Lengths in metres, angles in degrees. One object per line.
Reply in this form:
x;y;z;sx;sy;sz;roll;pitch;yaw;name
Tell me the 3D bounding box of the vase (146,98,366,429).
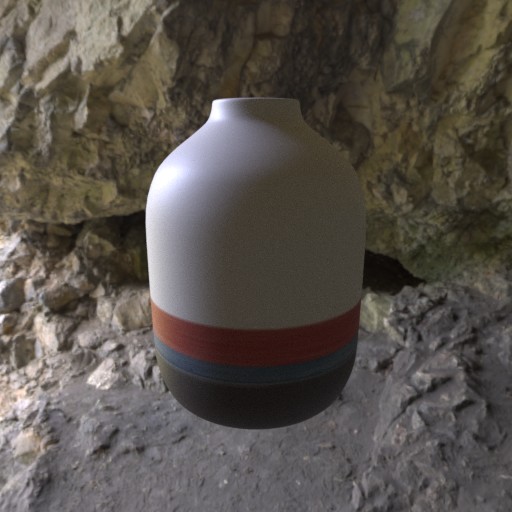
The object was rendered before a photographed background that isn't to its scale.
0.000;0.000;0.357;0.169;0.237;0.169;0;16;0;vase
